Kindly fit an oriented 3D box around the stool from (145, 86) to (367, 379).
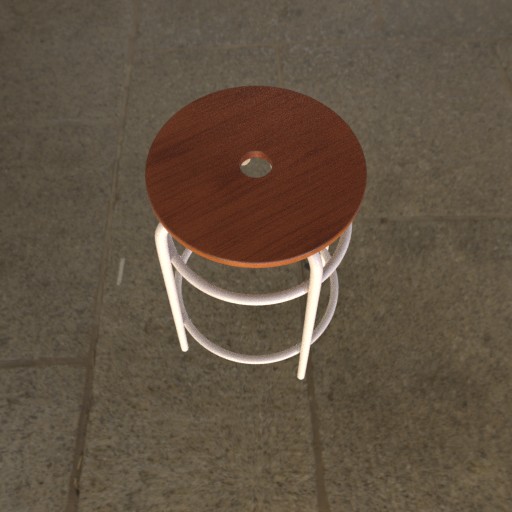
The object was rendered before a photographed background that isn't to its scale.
[{"bbox_3d":[0.000,0.000,0.941,0.455,0.610,0.455,-29,66,-14],"label":"stool"}]
